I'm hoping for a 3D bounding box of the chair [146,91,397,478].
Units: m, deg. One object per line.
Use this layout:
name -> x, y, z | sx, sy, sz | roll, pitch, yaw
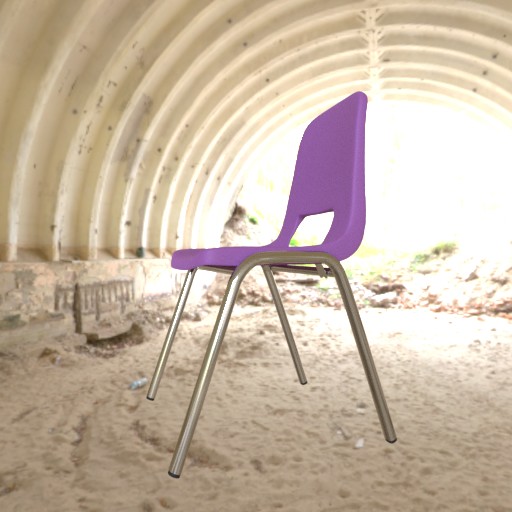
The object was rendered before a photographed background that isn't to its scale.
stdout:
chair -> 0.000, 0.000, 0.672 | 0.301, 0.493, 0.291 | 0, 0, -19
